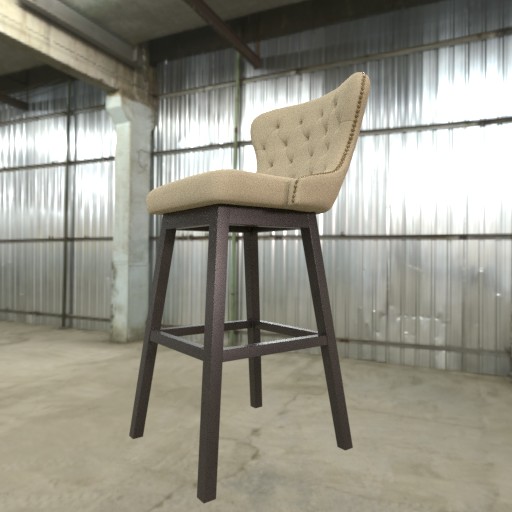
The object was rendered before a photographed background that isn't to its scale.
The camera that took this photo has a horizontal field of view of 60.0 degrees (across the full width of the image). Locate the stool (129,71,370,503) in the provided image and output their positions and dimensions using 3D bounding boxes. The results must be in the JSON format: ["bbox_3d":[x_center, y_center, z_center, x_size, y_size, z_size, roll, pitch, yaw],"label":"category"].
[{"bbox_3d":[0.000,0.000,1.312,0.605,1.066,0.528,0,0,-36],"label":"stool"}]
